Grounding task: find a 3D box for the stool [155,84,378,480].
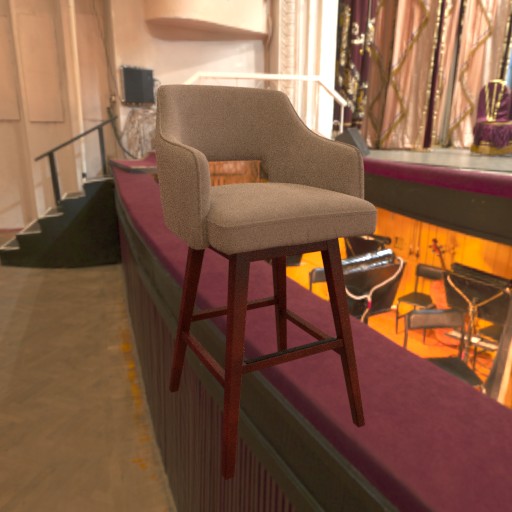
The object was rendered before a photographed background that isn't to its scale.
[{"bbox_3d":[0.000,0.000,1.349,0.548,1.012,0.558,-8,18,-27],"label":"stool"}]
